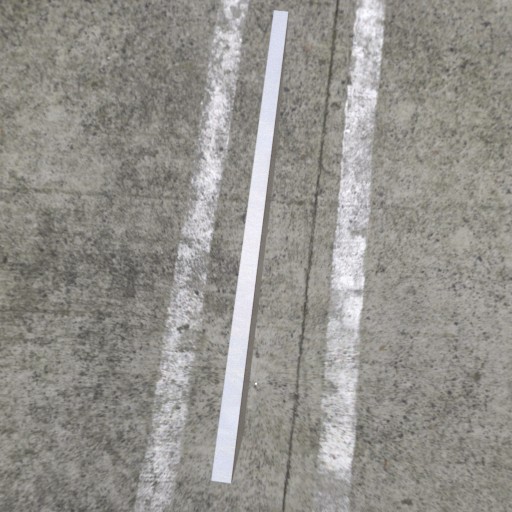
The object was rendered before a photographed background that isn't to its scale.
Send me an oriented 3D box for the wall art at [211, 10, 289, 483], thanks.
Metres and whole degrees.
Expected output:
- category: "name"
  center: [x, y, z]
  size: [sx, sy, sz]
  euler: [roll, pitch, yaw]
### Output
- category: "wall art"
  center: [0.000, 0.000, 1.387]
  size: [0.041, 0.762, 1.145]
  euler: [7, 74, 2]
